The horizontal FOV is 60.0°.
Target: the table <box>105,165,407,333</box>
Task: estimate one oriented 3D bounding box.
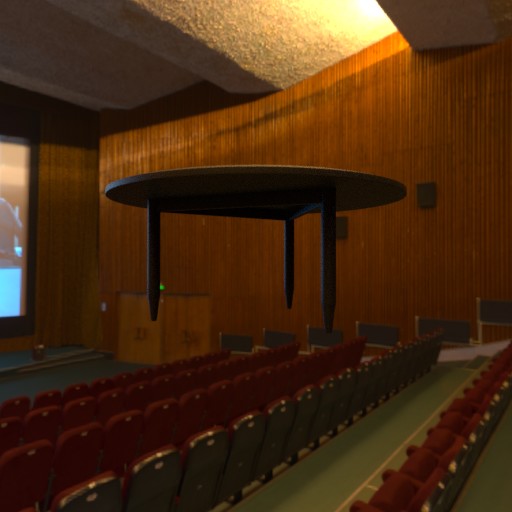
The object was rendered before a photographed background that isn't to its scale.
[{"bbox_3d":[0.000,0.000,1.397,0.900,0.400,0.900,0,0,0],"label":"table"}]
